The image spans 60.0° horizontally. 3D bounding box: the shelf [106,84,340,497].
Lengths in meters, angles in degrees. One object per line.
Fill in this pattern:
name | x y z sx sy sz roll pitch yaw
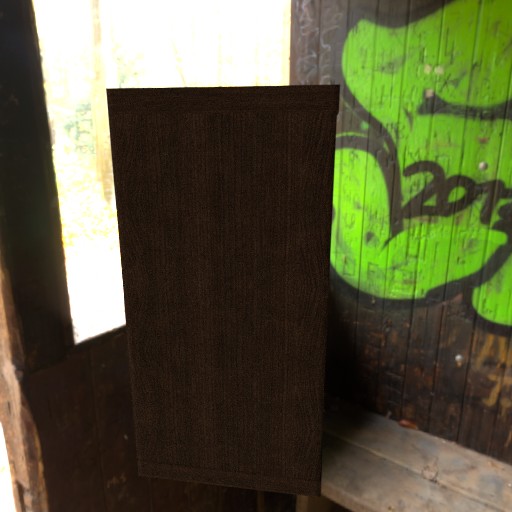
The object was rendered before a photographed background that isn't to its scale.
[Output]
shelf | 0.000 0.000 1.201 0.390 0.786 0.790 2 16 9
